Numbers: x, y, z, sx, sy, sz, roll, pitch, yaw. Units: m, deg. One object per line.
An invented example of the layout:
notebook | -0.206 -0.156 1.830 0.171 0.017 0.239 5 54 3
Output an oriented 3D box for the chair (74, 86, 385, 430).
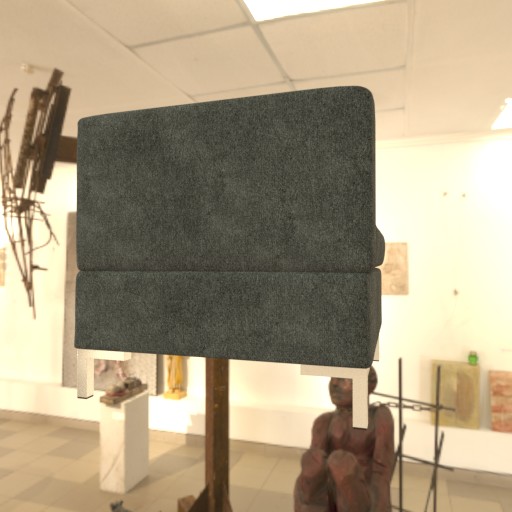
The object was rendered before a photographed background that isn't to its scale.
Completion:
chair | 0.000 0.000 1.231 0.680 0.660 0.680 0 -1 18
